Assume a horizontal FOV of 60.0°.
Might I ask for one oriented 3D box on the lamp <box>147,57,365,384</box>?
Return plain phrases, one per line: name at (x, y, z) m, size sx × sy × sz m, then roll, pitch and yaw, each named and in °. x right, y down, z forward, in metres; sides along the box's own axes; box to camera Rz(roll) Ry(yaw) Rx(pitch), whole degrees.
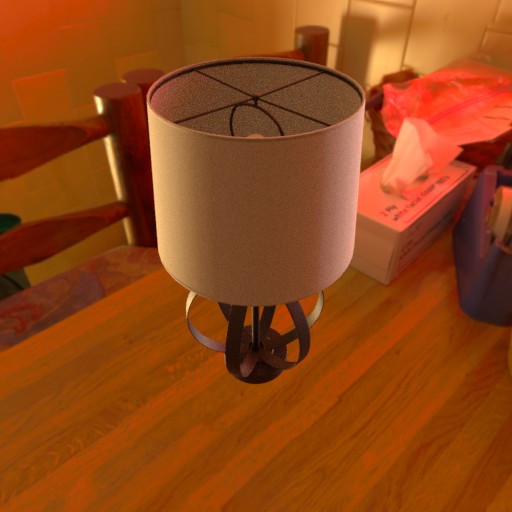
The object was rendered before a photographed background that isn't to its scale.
lamp at (0.000, 0.000, 0.684) m, size 0.286 × 0.510 × 0.286 m, roll 0°, pitch 41°, yaw 0°
